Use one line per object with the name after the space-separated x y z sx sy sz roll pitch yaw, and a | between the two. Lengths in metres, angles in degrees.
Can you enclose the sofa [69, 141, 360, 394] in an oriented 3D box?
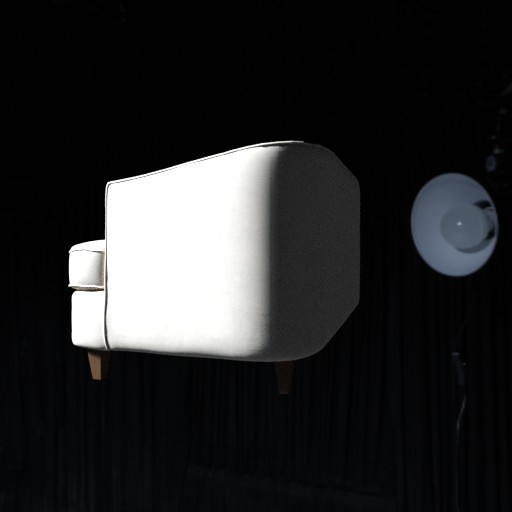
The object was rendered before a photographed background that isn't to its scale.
0.000 0.000 2.295 0.940 0.878 1.731 1 2 19 | sofa
